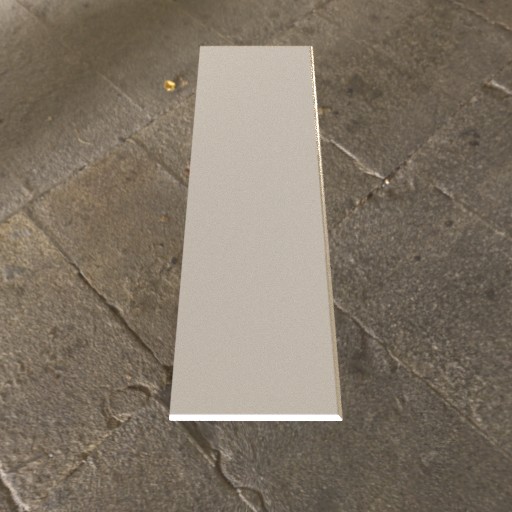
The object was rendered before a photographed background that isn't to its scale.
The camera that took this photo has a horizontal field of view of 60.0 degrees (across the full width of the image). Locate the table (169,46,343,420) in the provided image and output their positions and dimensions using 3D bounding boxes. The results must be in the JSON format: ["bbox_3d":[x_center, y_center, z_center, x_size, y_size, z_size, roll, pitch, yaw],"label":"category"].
[{"bbox_3d":[0.000,0.000,1.597,0.384,0.808,1.197,0,64,0],"label":"table"}]
